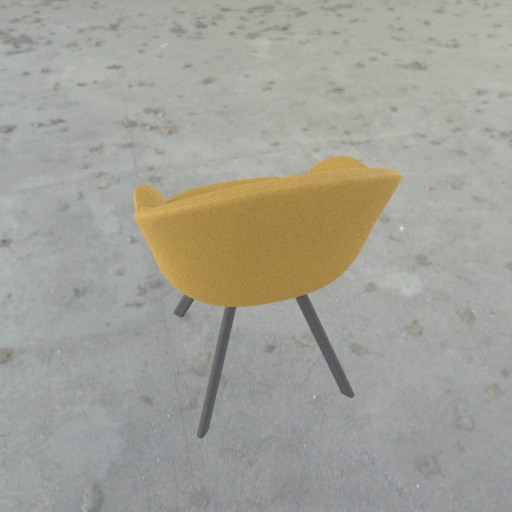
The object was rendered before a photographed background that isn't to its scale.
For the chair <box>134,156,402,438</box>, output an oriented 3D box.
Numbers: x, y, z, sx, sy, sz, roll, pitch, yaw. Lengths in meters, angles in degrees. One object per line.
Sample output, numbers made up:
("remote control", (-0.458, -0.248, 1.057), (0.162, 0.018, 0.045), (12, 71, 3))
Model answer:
("chair", (0.000, 0.000, 1.161), (0.551, 0.793, 0.583), (-11, 42, -12))
